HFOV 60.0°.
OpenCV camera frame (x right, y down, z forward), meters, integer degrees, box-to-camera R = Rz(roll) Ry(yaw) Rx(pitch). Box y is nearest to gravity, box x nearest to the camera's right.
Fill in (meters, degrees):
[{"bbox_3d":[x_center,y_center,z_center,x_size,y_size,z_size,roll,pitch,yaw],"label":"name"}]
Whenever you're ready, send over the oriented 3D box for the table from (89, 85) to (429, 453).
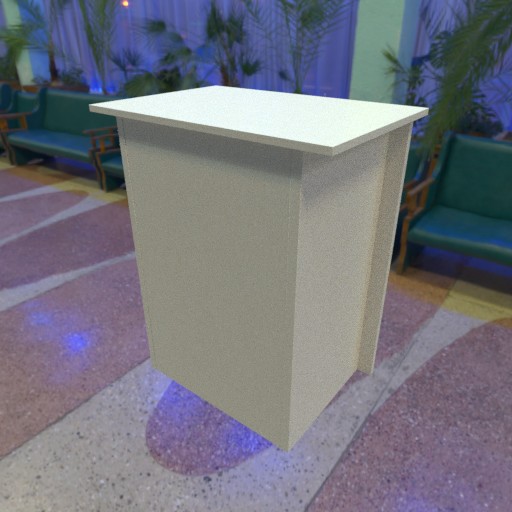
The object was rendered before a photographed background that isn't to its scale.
[{"bbox_3d":[0.000,0.000,1.096,0.589,0.711,0.406,20,34,33],"label":"table"}]
